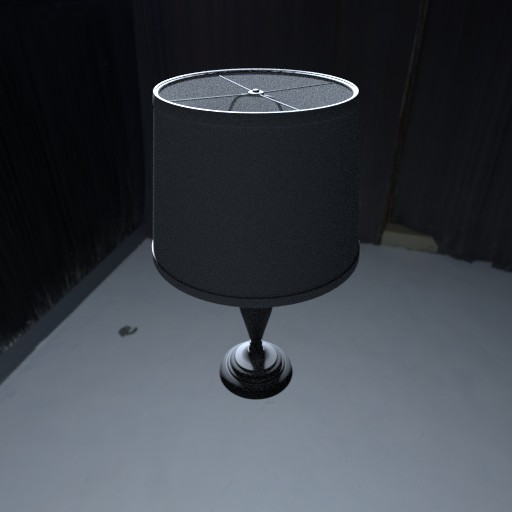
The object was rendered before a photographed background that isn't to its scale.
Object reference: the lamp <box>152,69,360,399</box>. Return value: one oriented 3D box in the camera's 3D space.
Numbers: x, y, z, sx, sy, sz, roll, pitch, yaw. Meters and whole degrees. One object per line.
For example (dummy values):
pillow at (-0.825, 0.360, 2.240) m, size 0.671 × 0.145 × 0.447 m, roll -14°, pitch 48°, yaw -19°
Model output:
lamp at (0.000, 0.000, 0.688) m, size 0.310 × 0.501 × 0.310 m, roll 0°, pitch 32°, yaw 0°
